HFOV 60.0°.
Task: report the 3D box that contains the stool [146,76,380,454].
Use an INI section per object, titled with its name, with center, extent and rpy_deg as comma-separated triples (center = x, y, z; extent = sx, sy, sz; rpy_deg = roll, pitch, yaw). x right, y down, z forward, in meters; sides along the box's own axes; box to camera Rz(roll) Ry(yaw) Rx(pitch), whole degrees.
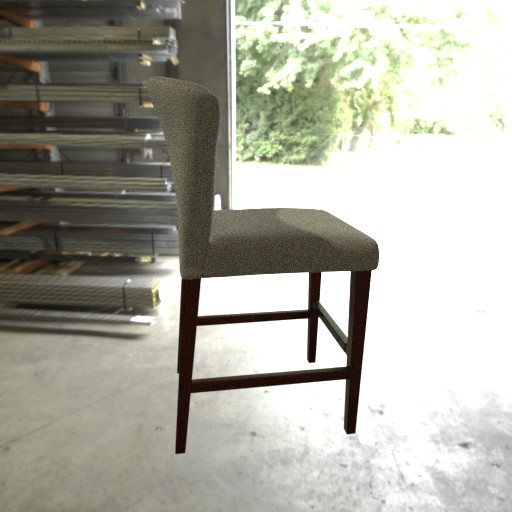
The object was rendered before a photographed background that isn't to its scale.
[stool]
center = 0.000, 0.000, 1.310
extent = 0.568, 0.969, 0.481
rpy_deg = -3, 16, -9
